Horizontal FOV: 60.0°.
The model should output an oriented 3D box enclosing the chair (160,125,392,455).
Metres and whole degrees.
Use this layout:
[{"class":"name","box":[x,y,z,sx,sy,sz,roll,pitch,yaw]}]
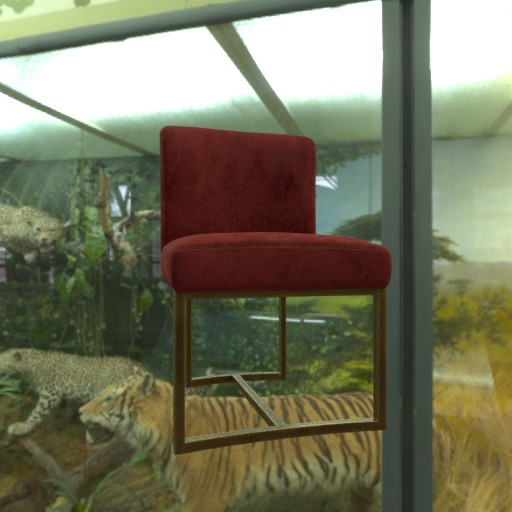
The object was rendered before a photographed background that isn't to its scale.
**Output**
[{"class":"chair","box":[0.000,0.000,1.230,0.530,0.824,0.560,0,0,-16]}]
